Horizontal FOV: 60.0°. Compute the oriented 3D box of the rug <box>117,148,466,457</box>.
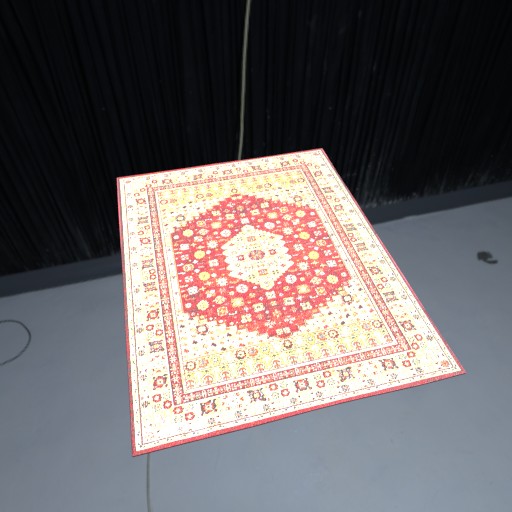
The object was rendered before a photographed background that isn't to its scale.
[{"bbox_3d":[0.000,0.000,4.040,2.387,0.013,3.053,-10,47,-10],"label":"rug"}]
